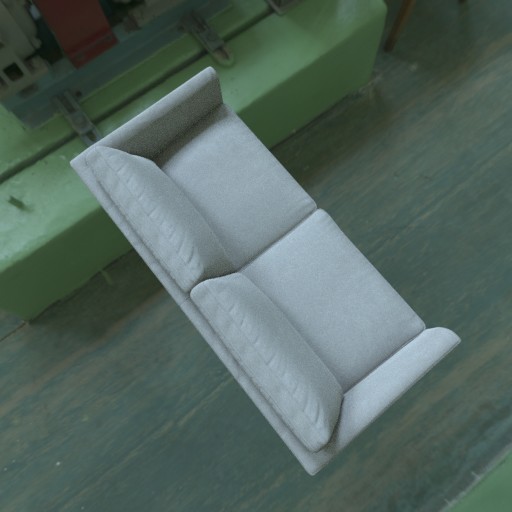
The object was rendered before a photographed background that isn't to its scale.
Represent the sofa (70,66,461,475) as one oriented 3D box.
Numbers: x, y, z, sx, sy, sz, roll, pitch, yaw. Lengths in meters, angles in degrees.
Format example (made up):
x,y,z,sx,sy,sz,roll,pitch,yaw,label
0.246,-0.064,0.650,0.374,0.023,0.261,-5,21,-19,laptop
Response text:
x,y,z,sx,sy,sz,roll,pitch,yaw,label
0.000,0.000,2.737,1.090,0.838,2.588,-38,79,-9,sofa
